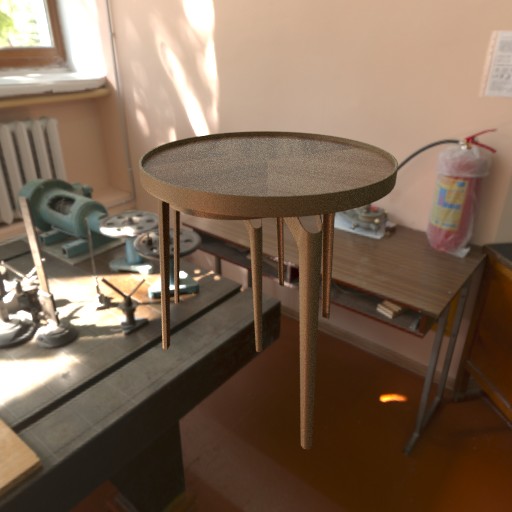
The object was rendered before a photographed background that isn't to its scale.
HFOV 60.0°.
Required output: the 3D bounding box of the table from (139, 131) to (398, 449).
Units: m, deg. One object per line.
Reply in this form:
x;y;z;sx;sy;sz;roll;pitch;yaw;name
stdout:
0.000;0.000;1.134;0.532;0.555;0.751;-8;28;-15;table
